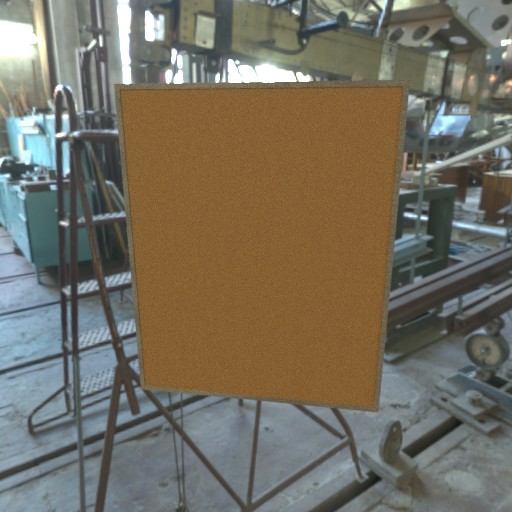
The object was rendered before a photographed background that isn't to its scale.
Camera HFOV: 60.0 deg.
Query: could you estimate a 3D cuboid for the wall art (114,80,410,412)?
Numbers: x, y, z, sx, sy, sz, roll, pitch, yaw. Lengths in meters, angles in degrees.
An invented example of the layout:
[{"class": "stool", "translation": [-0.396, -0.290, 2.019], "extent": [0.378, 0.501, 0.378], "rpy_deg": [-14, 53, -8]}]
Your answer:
[{"class": "wall art", "translation": [0.000, 0.000, 0.714], "extent": [0.421, 0.521, 0.032], "rpy_deg": [3, 17, 9]}]
